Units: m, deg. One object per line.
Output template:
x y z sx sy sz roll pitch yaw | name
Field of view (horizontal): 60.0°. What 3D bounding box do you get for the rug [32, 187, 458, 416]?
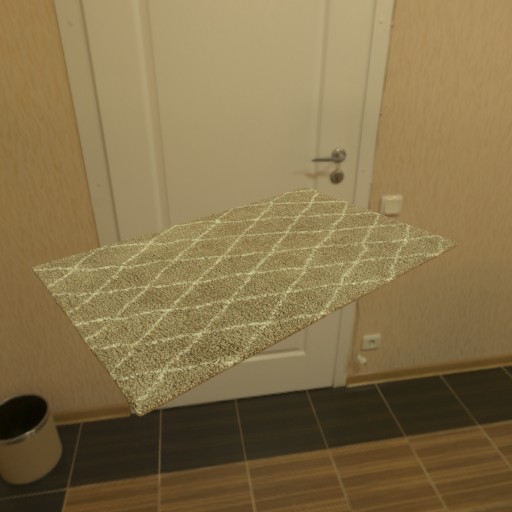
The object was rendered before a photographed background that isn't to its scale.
0.000 0.000 2.968 2.438 0.030 1.524 -21 35 -34 | rug
